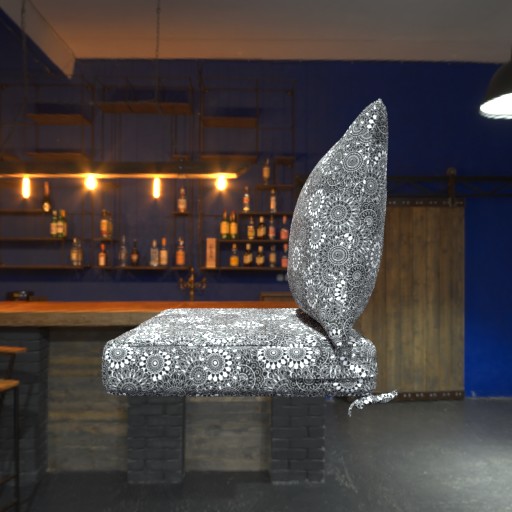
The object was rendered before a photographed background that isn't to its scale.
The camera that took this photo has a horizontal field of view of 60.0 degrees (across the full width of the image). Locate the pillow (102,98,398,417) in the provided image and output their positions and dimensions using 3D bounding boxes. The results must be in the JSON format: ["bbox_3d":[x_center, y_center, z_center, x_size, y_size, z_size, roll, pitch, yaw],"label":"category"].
[{"bbox_3d":[0.000,0.000,1.373,0.740,0.722,0.798,0,0,0],"label":"pillow"}]
